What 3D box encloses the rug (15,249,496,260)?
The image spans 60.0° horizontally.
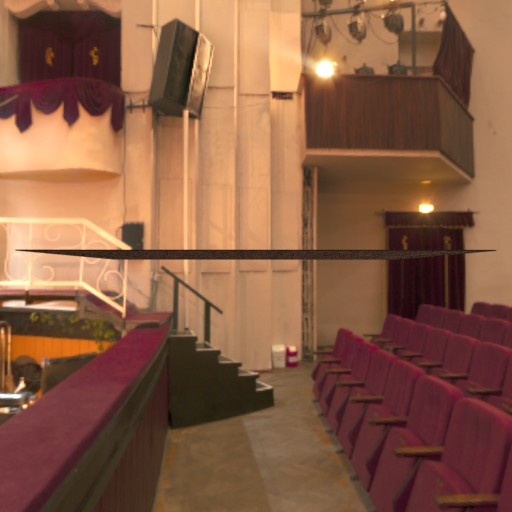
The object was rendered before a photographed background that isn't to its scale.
[{"bbox_3d":[0.000,0.000,2.271,1.819,0.005,1.200,0,-2,-1],"label":"rug"}]
